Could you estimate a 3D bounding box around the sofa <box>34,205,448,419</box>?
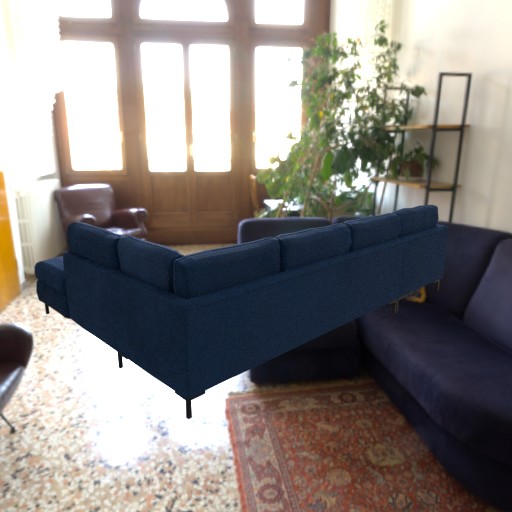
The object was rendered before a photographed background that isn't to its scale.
[{"bbox_3d":[0.000,0.000,3.177,2.486,0.687,1.707,-14,20,-42],"label":"sofa"}]
